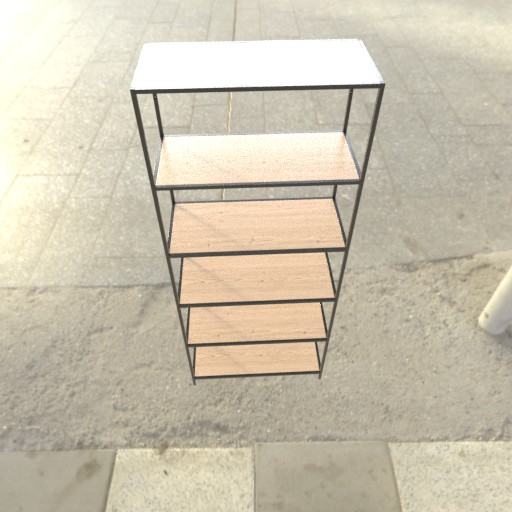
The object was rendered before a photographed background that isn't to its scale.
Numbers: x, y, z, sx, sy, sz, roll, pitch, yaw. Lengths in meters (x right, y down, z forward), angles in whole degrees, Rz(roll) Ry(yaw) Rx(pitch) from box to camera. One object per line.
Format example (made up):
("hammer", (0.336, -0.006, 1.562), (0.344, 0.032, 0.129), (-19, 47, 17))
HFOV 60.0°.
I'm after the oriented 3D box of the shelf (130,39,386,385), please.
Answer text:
("shelf", (0.000, 0.000, 2.123), (0.770, 1.850, 0.350), (-2, 47, -2))
